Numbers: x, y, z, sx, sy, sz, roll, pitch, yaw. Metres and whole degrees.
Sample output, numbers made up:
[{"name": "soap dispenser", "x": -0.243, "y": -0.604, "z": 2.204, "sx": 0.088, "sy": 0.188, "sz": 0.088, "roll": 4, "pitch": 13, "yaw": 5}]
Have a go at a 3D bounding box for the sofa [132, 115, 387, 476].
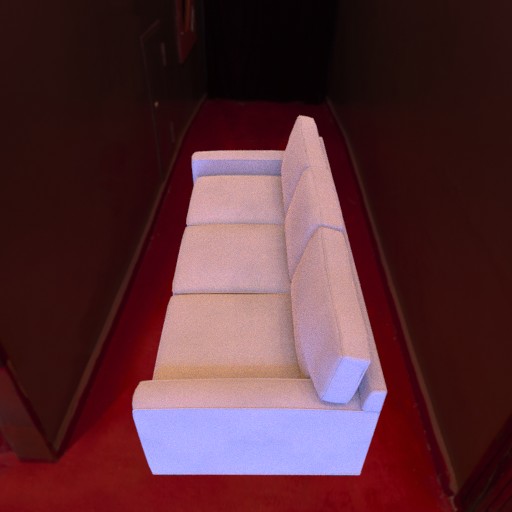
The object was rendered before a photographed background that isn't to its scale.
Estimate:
[{"name": "sofa", "x": 0.000, "y": 0.000, "z": 2.508, "sx": 0.935, "sy": 0.862, "sz": 2.088, "roll": 0, "pitch": 40, "yaw": 0}]
